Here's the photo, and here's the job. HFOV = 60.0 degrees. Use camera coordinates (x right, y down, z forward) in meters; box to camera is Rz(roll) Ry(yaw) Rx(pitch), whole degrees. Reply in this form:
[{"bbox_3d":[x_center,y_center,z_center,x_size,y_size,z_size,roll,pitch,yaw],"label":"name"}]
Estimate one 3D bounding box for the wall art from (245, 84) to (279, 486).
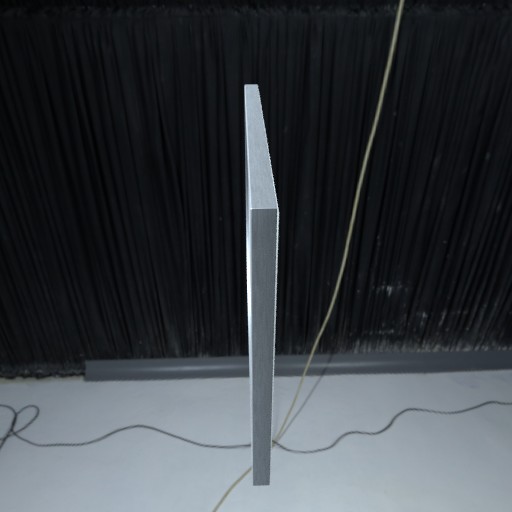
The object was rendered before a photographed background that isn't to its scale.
[{"bbox_3d":[0.000,0.000,0.771,0.028,0.457,0.556,-1,32,-2],"label":"wall art"}]
